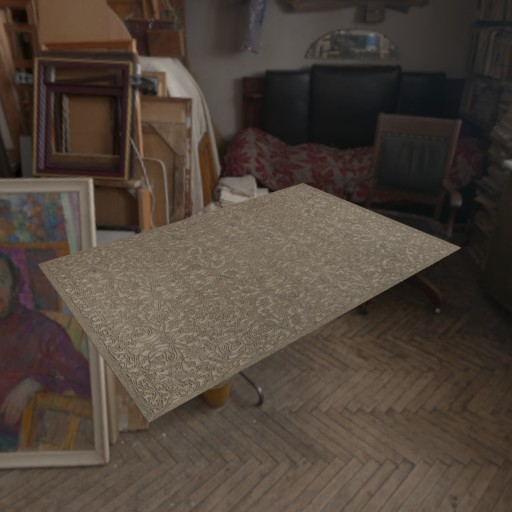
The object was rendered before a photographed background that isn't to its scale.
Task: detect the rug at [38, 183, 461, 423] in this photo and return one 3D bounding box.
[{"bbox_3d":[0.000,0.000,2.299,1.827,0.006,1.221,-22,36,-32],"label":"rug"}]
